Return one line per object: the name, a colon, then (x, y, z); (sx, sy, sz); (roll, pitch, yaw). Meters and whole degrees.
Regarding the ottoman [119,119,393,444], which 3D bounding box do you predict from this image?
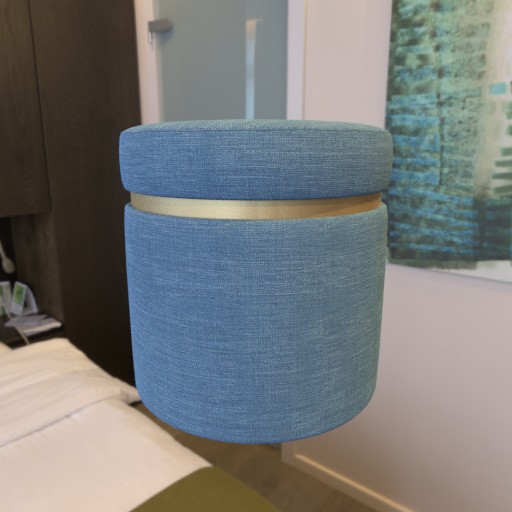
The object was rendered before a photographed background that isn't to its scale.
ottoman: (0.000, 0.000, 0.707); (0.398, 0.406, 0.398); (0, 14, 0)
